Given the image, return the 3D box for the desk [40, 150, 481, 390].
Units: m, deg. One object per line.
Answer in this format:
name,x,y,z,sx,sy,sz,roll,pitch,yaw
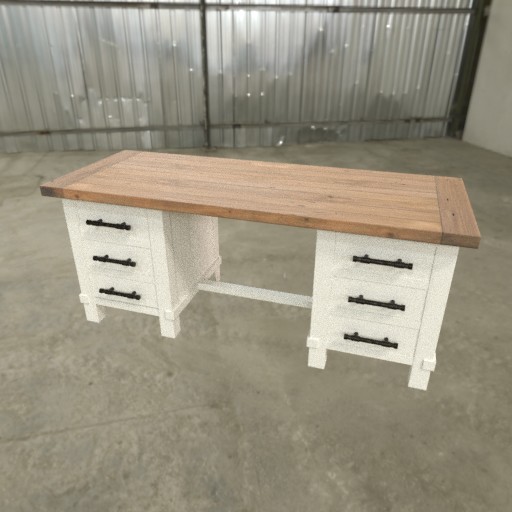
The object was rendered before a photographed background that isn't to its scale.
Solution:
desk,0.000,0.000,2.197,1.803,0.760,0.688,8,28,16
